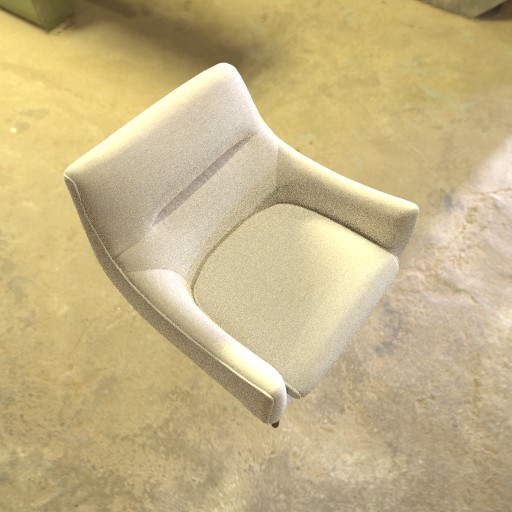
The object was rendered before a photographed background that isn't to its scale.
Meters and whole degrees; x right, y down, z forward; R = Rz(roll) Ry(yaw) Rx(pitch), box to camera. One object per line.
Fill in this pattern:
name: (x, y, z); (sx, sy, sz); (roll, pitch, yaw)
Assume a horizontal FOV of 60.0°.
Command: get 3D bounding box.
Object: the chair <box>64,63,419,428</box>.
chair: (0.000, 0.000, 1.437); (0.787, 0.838, 0.762); (34, 63, 20)
